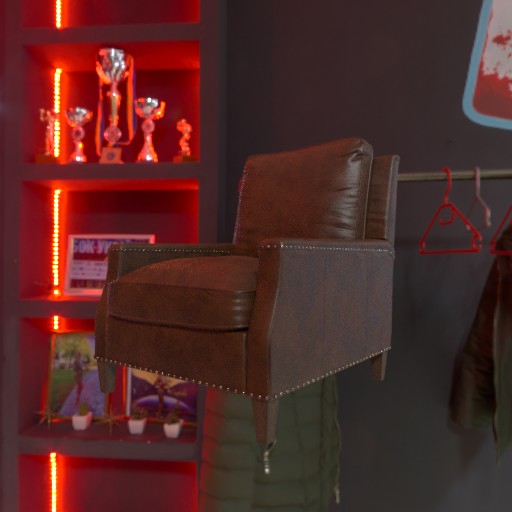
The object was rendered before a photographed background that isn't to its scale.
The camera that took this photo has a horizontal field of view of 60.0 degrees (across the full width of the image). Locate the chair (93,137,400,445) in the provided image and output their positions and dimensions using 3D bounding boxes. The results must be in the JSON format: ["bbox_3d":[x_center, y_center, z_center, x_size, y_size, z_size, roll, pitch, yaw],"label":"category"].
[{"bbox_3d":[0.000,0.000,1.842,0.854,1.054,1.035,0,0,38],"label":"chair"}]
